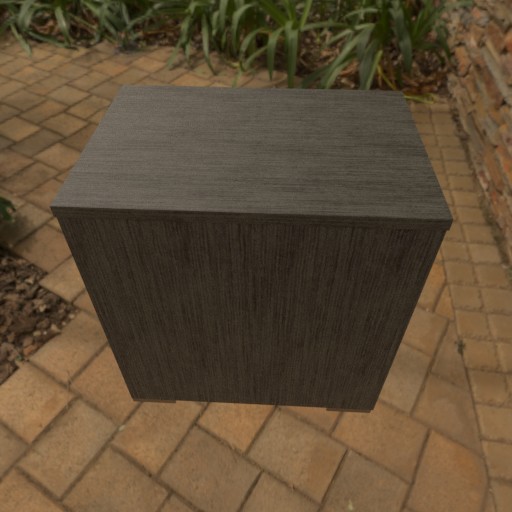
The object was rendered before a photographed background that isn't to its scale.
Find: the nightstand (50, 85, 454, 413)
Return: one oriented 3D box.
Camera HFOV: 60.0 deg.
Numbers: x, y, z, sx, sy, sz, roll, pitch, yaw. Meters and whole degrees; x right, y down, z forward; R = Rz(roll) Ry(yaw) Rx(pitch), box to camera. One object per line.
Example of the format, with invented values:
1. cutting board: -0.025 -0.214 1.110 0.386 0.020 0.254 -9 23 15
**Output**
1. nightstand: 0.000 0.000 0.761 0.441 0.460 0.325 2 45 2
